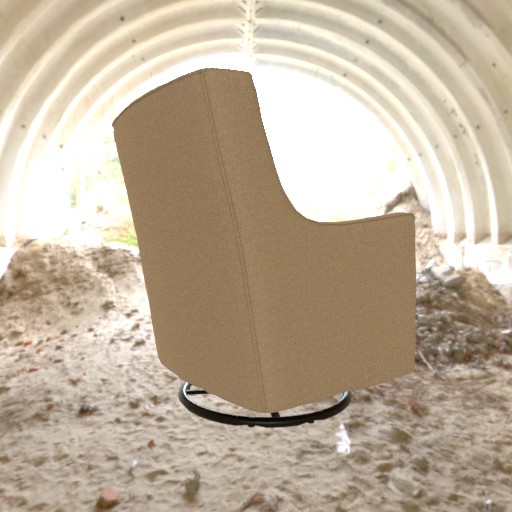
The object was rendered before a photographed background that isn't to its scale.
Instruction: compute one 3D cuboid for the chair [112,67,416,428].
[{"bbox_3d":[0.000,0.000,1.557,0.879,0.993,0.732,-1,2,-36],"label":"chair"}]
